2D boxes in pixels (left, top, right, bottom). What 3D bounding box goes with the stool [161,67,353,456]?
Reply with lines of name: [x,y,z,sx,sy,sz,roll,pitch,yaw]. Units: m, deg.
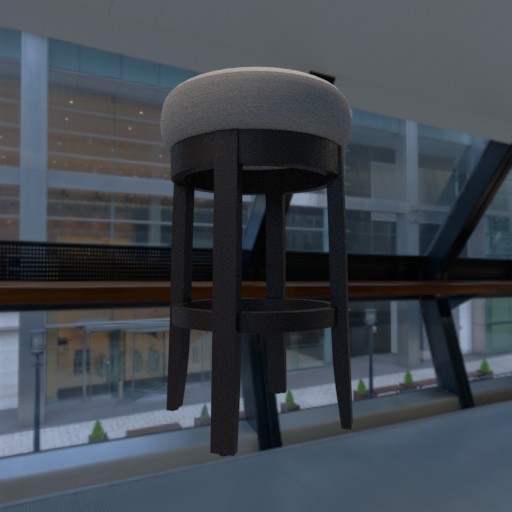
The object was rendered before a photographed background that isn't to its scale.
stool: [0.000,0.000,1.046,0.443,0.757,0.443,0,-1,0]
